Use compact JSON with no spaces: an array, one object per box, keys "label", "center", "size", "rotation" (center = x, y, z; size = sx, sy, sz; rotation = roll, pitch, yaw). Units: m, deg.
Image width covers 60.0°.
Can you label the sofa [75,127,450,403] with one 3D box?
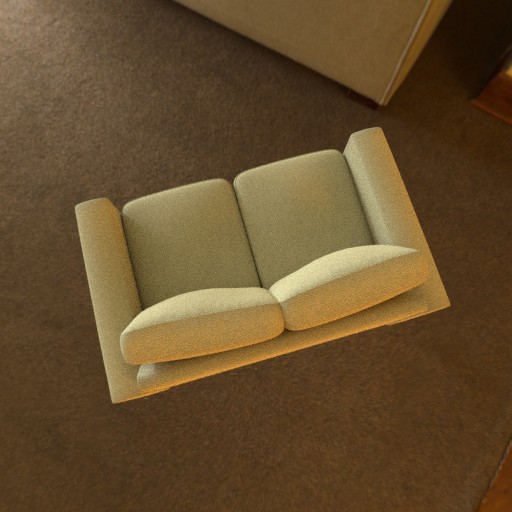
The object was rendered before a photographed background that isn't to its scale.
[{"label":"sofa","center":[0.000,0.000,2.247],"size":[1.616,0.873,1.016],"rotation":[-15,76,-4]}]
